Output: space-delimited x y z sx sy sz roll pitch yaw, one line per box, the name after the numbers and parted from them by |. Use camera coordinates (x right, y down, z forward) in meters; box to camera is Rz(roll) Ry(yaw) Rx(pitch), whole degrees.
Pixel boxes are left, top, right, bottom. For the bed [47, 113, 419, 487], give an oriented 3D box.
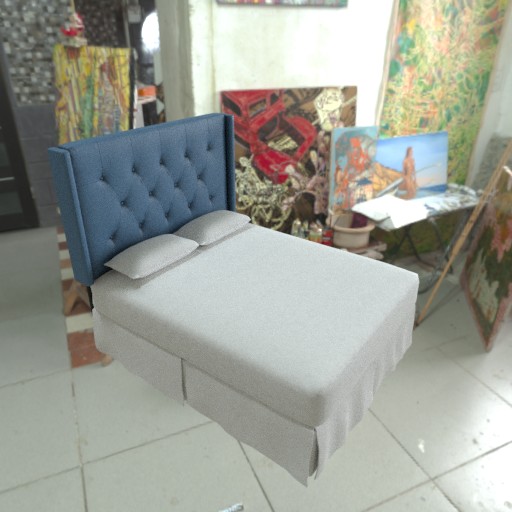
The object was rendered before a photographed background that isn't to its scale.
0.000 0.000 3.271 2.078 1.665 1.719 19 33 32 | bed
